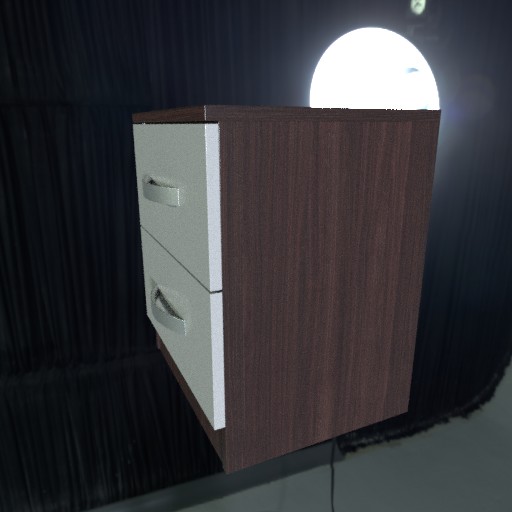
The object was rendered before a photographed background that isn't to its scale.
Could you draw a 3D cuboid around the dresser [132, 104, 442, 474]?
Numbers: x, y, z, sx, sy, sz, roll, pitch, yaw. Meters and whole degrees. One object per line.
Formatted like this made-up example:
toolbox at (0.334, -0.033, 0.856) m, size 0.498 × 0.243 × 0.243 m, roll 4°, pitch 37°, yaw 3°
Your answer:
dresser at (0.000, 0.000, 0.759) m, size 0.360 × 0.470 × 0.400 m, roll -8°, pitch 18°, yaw -24°
